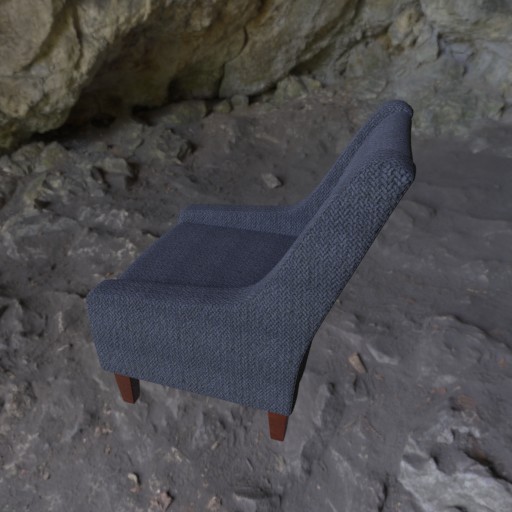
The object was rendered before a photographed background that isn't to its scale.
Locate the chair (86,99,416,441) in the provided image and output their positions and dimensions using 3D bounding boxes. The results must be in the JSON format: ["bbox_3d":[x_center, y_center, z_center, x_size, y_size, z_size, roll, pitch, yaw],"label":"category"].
[{"bbox_3d":[0.000,0.000,1.612,0.944,1.012,0.793,8,30,15],"label":"chair"}]
